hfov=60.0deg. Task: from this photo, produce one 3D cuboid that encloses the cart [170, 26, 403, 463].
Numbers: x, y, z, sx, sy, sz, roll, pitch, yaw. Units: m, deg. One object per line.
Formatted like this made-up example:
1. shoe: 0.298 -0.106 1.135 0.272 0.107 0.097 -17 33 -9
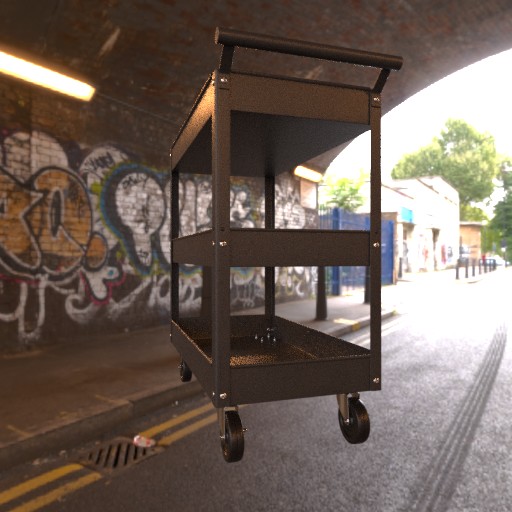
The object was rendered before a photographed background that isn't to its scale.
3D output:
1. cart: 0.000 0.000 1.141 0.366 0.780 0.719 0 0 -18
